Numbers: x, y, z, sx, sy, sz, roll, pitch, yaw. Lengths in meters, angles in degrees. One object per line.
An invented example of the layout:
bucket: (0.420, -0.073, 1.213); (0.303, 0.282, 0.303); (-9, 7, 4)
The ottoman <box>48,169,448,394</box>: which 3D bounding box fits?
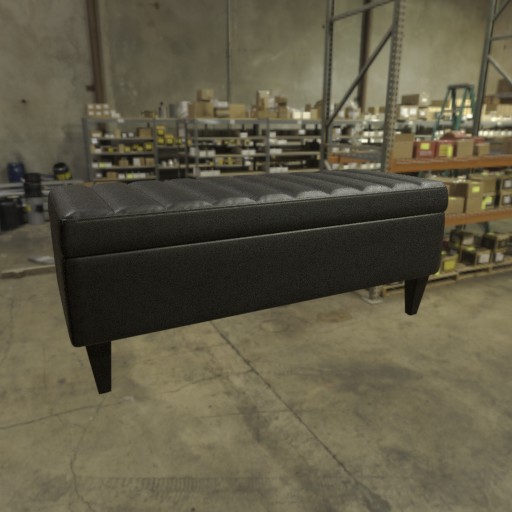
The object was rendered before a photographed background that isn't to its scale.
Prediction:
ottoman: (0.000, 0.000, 1.406); (1.151, 0.469, 0.482); (-8, 19, -25)
